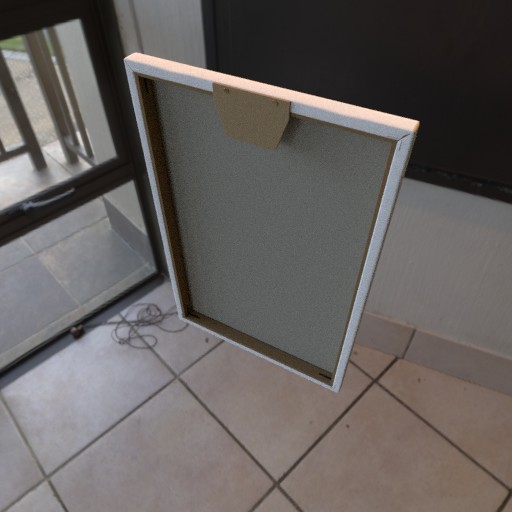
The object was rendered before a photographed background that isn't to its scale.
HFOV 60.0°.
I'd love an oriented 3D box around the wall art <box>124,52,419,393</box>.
[{"bbox_3d":[0.000,0.000,1.157,0.602,0.916,0.048,21,50,19],"label":"wall art"}]
